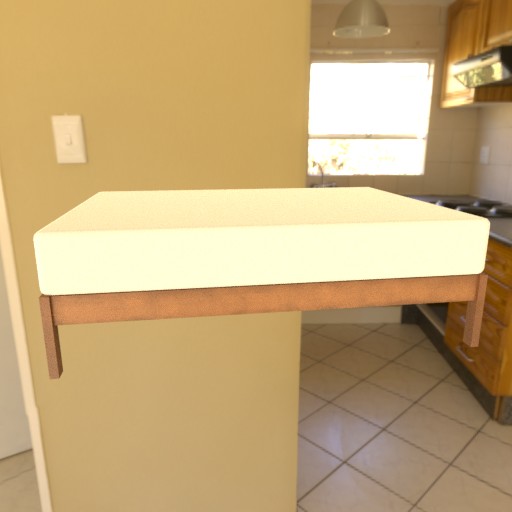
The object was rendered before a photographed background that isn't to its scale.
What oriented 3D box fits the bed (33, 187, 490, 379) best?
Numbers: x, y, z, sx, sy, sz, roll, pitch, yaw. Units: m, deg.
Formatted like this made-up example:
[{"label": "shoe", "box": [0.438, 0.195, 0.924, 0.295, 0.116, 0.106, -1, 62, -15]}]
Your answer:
[{"label": "bed", "box": [0.000, 0.000, 2.529, 1.927, 0.616, 1.348, -2, 15, -9]}]
